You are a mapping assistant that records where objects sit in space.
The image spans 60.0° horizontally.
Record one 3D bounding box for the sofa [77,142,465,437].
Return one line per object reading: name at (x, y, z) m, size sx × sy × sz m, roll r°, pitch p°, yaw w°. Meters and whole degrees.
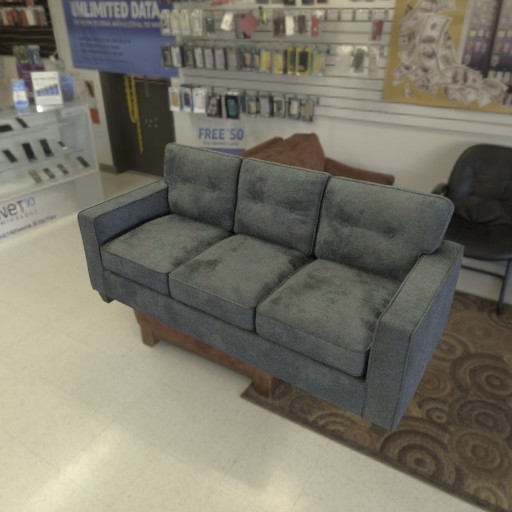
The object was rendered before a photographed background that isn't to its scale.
sofa at (0.000, 0.000, 2.654) m, size 2.133 × 0.965 × 0.939 m, roll 18°, pitch 34°, yaw 29°
